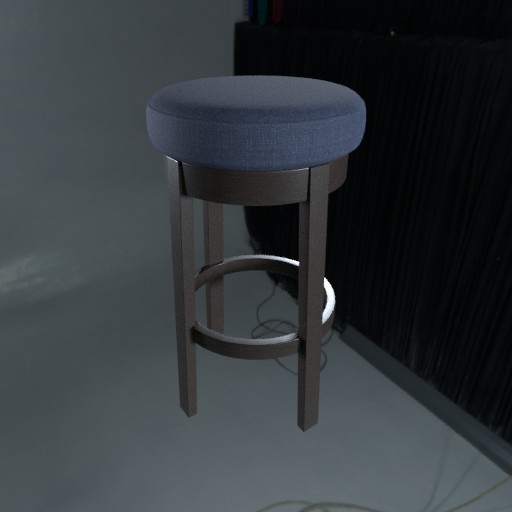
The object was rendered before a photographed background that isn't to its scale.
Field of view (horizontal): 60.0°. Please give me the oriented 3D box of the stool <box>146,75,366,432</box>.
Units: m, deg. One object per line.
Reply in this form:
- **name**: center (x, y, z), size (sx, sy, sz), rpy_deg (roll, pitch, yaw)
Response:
- **stool**: center (0.000, 0.000, 1.041), size (0.446, 0.758, 0.446), rpy_deg (0, 29, 0)
